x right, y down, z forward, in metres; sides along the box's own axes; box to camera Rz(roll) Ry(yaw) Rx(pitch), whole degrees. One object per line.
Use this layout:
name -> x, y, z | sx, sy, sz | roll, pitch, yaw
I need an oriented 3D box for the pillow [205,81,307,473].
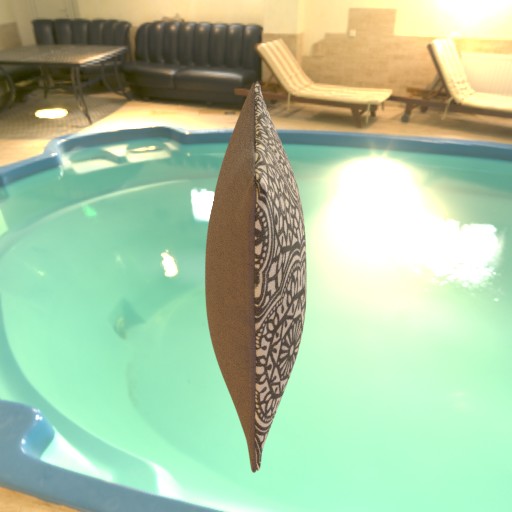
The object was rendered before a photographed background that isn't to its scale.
pillow -> 0.000, 0.000, 0.662 | 0.148, 0.417, 0.436 | 0, 32, 0
